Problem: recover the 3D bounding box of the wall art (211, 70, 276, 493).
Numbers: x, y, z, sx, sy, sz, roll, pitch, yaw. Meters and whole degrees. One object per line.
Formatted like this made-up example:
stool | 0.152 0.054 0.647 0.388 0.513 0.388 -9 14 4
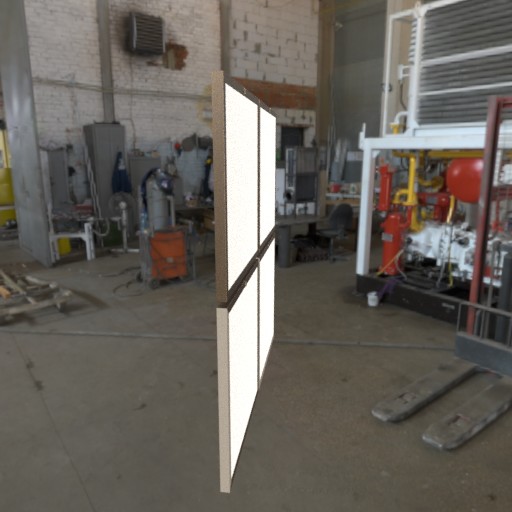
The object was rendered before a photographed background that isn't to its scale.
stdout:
wall art | 0.000 0.000 1.537 0.030 1.032 1.032 2 13 9
